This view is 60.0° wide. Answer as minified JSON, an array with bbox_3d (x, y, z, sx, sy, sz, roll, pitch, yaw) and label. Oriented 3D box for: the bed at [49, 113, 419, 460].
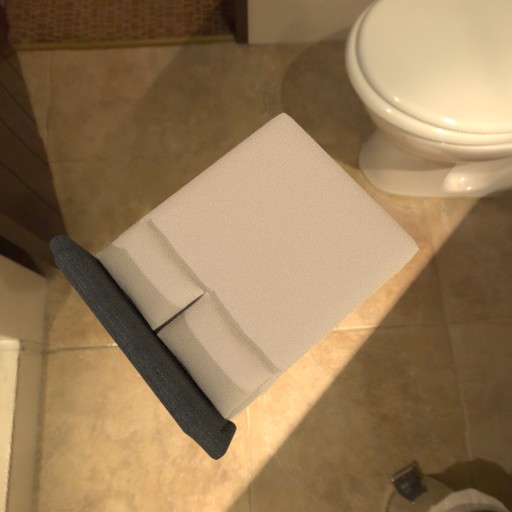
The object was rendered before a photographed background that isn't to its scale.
[{"bbox_3d":[0.000,0.000,3.435,2.208,1.297,1.828,-40,78,-10],"label":"bed"}]
